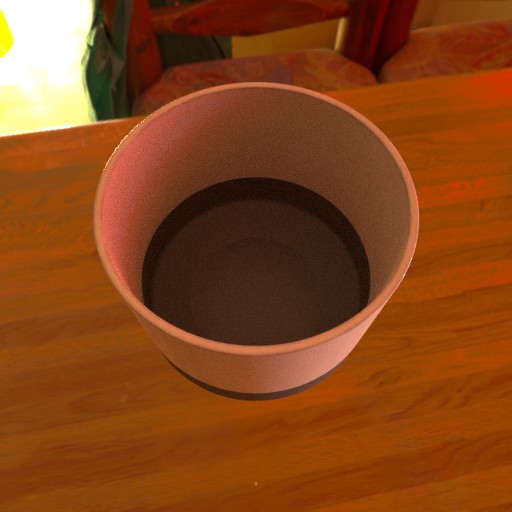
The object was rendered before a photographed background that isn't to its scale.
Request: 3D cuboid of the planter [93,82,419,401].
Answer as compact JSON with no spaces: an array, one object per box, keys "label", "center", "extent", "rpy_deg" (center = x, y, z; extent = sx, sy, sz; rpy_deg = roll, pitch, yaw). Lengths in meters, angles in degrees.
[{"label":"planter","center":[0.000,0.000,0.223],"extent":[0.128,0.105,0.128],"rpy_deg":[0,63,0]}]
